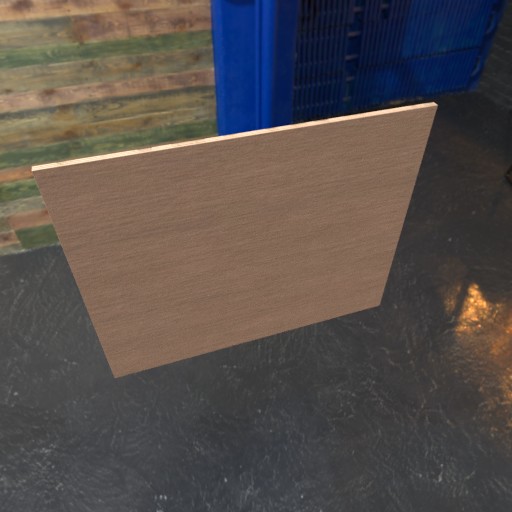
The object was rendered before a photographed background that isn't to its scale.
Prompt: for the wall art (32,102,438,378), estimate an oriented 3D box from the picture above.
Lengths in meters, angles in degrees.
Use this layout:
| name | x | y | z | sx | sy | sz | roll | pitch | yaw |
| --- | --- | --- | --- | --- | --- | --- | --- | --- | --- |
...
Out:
| name | x | y | z | sx | sy | sz | roll | pitch | yaw |
| --- | --- | --- | --- | --- | --- | --- | --- | --- | --- |
| wall art | 0.000 | 0.000 | 0.674 | 0.508 | 0.408 | 0.010 | -13 | 45 | -13 |
